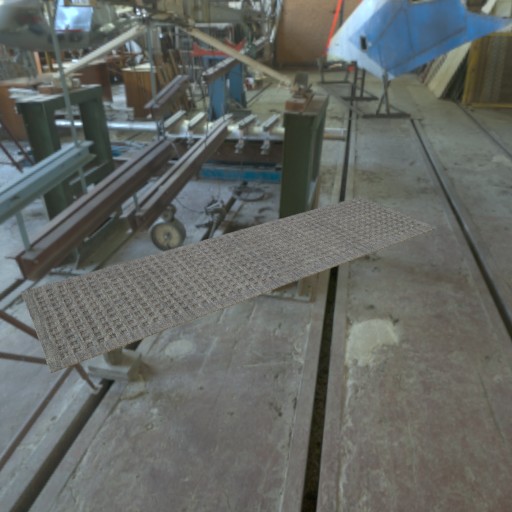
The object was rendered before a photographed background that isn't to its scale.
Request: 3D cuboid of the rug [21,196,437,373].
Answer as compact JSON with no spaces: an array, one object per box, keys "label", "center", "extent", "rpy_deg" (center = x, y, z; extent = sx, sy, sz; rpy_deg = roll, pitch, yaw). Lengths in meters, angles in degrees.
[{"label":"rug","center":[0.000,0.000,2.621],"extent":[2.443,0.009,0.706],"rpy_deg":[-18,33,-29]}]
